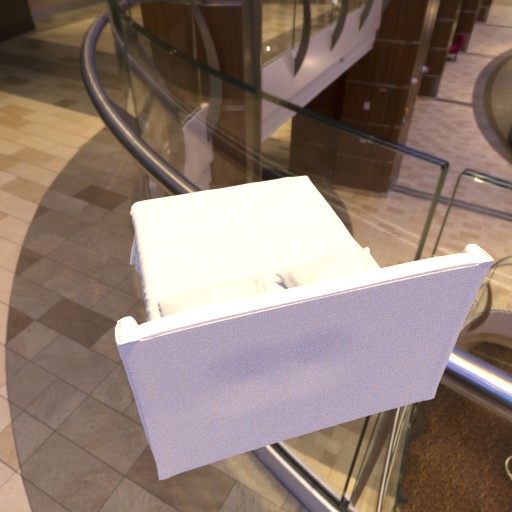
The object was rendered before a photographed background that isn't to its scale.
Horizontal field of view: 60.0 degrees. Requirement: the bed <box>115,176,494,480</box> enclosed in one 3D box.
[{"bbox_3d":[0.000,0.000,3.307,1.925,1.332,2.276,-11,41,-13],"label":"bed"}]
